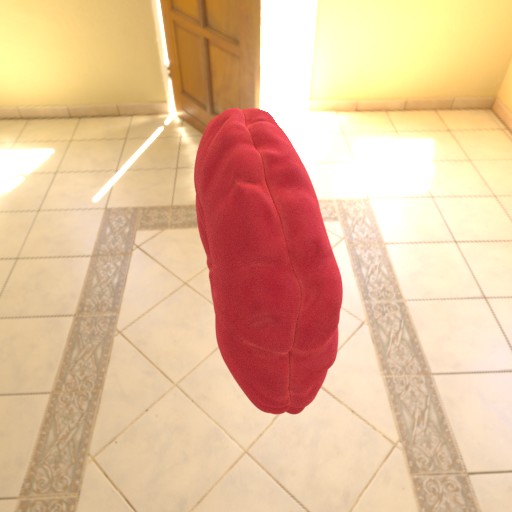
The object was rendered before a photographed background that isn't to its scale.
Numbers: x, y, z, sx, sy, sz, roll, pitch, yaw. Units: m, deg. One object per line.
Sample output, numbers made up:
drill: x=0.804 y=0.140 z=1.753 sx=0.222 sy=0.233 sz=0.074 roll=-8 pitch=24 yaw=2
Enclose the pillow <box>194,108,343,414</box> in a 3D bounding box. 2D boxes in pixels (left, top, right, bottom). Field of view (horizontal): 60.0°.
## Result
pillow: x=0.000 y=0.000 z=0.640 sx=0.148 sy=0.407 sz=0.428 roll=-9 pitch=46 yaw=-8
